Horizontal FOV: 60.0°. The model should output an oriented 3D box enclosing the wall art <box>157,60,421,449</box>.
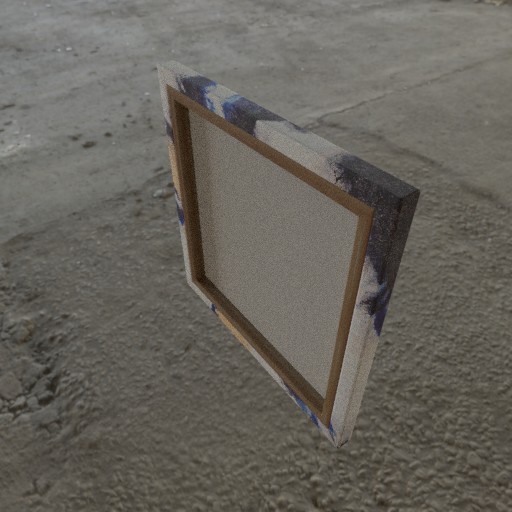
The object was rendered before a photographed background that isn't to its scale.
[{"bbox_3d":[0.000,0.000,0.901,0.039,0.609,0.609,-26,47,-27],"label":"wall art"}]
